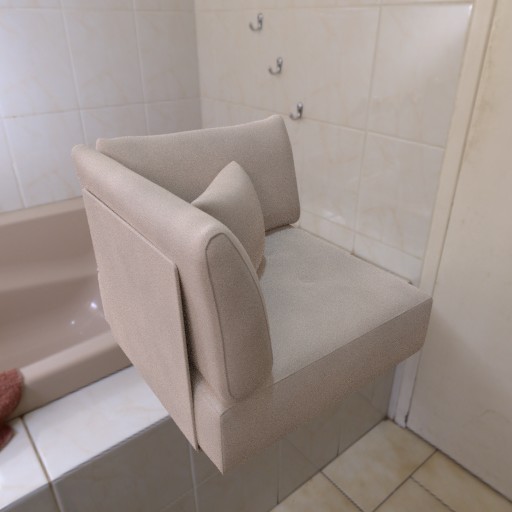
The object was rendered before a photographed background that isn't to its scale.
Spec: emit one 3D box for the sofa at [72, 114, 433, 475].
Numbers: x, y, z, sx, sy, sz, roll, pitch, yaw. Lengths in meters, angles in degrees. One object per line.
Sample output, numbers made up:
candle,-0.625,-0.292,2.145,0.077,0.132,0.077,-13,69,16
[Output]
sofa,0.000,0.000,1.685,1.000,0.820,1.000,-19,33,-32
